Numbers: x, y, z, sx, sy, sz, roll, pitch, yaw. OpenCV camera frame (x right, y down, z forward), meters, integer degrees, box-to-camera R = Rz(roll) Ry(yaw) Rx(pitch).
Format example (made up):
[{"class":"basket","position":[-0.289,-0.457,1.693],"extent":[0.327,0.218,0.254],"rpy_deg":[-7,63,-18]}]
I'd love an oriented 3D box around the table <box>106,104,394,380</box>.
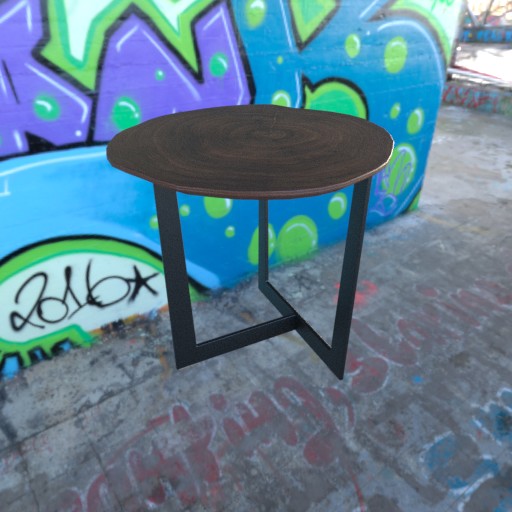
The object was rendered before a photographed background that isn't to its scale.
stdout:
[{"class":"table","position":[0.000,0.000,0.881],"extent":[0.494,0.476,0.477],"rpy_deg":[-21,37,-31]}]
